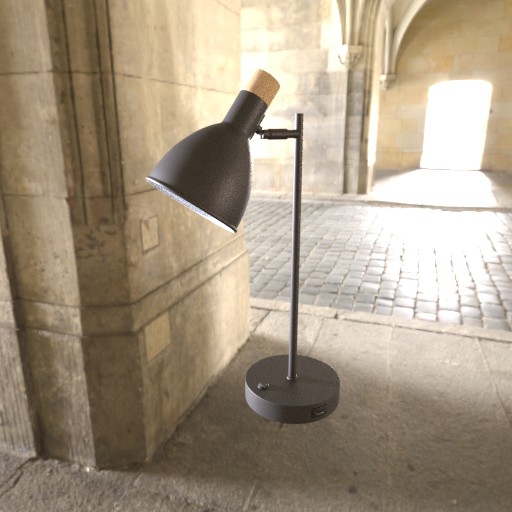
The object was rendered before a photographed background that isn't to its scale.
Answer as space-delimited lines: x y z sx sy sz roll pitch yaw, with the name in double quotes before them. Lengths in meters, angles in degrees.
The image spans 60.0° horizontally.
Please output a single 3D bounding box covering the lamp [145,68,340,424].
"lamp" 0.000 0.000 0.615 0.287 0.483 0.152 -9 18 -27
